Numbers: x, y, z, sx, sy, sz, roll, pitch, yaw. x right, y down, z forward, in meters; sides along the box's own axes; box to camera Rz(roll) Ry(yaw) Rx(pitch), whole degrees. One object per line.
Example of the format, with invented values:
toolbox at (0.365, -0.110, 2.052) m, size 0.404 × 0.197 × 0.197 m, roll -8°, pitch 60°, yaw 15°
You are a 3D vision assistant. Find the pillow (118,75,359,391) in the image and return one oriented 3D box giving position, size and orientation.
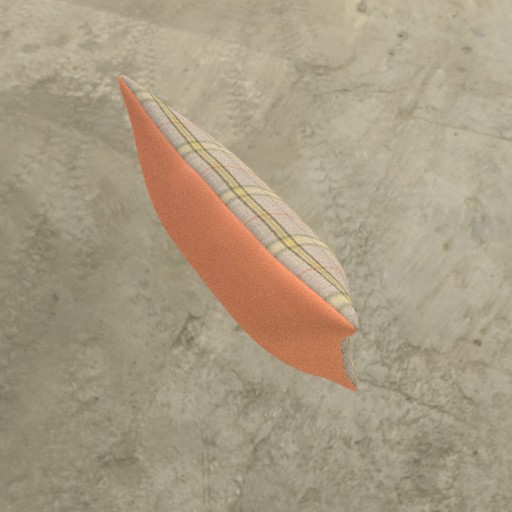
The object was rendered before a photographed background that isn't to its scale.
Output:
pillow at (0.000, 0.000, 0.687) m, size 0.200 × 0.430 × 0.453 m, roll -32°, pitch 62°, yaw -19°
